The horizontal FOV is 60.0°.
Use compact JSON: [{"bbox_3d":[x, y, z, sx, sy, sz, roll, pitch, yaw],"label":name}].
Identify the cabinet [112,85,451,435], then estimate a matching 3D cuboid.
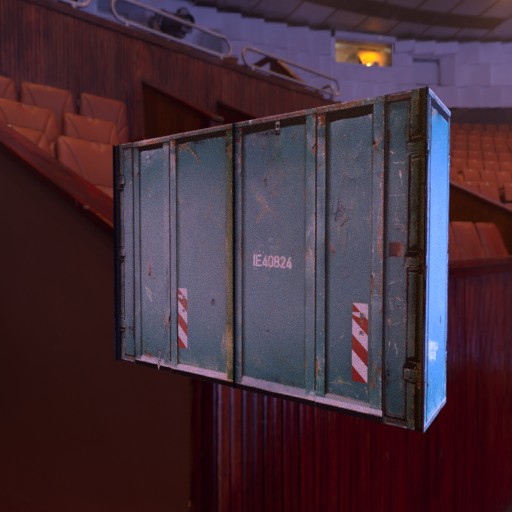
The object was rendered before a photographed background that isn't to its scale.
[{"bbox_3d":[0.000,0.000,3.866,3.001,2.160,0.680,1,3,35],"label":"cabinet"}]
